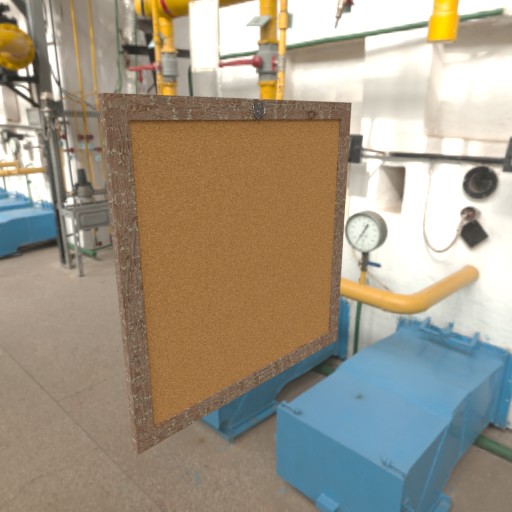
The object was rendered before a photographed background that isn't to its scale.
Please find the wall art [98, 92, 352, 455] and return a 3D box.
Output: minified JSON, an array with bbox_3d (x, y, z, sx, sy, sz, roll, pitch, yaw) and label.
[{"bbox_3d":[0.000,0.000,0.575,0.384,0.384,0.012,-17,24,-42],"label":"wall art"}]
